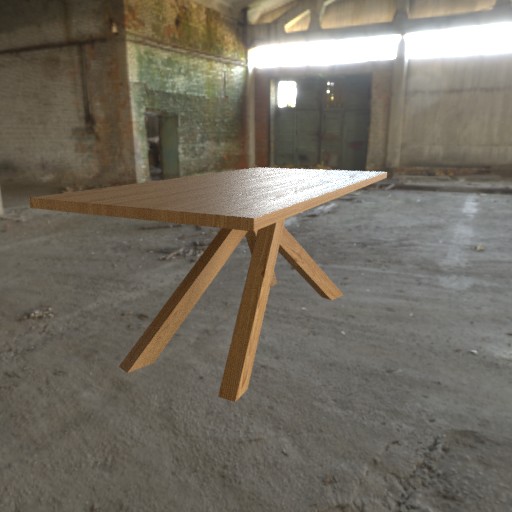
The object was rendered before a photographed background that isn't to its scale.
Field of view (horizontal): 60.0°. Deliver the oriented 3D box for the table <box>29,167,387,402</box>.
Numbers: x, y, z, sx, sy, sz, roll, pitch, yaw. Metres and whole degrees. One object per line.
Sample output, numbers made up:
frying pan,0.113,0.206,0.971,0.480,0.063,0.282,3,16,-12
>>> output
table,0.000,0.000,2.251,0.901,0.750,1.797,8,17,26
